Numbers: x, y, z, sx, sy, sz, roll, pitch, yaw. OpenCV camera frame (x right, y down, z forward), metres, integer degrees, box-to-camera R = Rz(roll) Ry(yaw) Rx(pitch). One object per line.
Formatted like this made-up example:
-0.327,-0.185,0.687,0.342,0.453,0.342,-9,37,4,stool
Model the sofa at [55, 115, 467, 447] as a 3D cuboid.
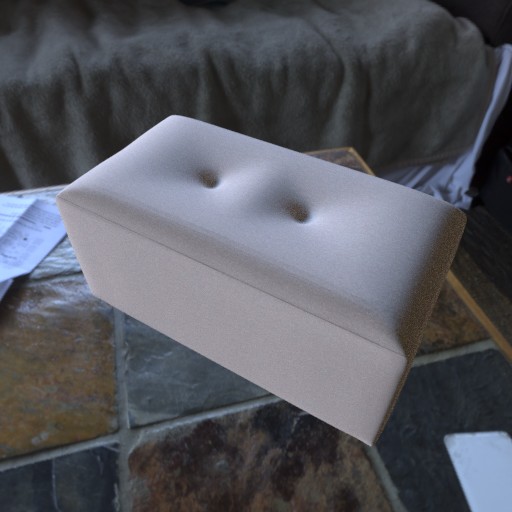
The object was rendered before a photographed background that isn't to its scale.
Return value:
0.000,0.000,1.206,0.930,0.470,0.480,23,50,21,sofa
